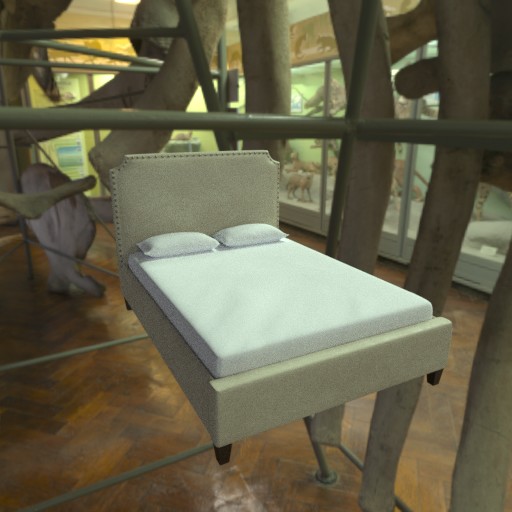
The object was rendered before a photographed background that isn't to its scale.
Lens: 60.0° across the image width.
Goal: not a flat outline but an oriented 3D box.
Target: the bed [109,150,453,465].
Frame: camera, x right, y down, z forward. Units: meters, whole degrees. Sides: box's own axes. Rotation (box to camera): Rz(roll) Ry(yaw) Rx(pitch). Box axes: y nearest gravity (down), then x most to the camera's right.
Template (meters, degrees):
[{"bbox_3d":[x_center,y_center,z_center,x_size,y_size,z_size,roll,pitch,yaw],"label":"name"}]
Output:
[{"bbox_3d":[0.000,0.000,3.443,1.712,1.443,2.372,-9,19,-26],"label":"bed"}]
